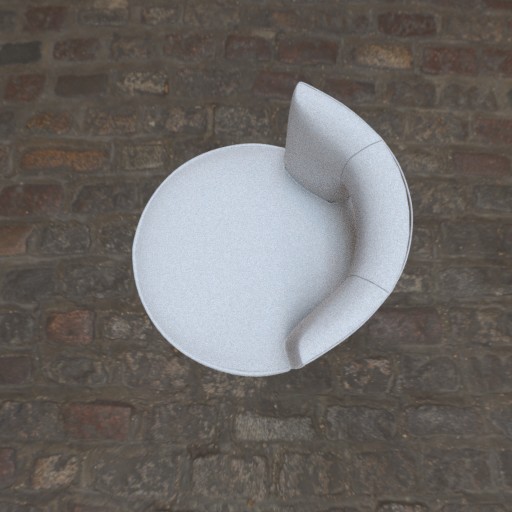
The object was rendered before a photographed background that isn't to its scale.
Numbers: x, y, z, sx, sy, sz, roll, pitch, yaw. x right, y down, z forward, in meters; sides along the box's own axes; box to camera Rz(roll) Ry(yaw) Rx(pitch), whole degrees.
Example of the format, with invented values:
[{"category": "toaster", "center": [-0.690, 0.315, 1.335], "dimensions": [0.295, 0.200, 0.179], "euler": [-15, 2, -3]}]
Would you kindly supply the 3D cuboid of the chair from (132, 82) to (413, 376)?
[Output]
[{"category": "chair", "center": [0.000, 0.000, 1.240], "dimensions": [0.665, 0.723, 0.650], "euler": [1, 75, 0]}]
